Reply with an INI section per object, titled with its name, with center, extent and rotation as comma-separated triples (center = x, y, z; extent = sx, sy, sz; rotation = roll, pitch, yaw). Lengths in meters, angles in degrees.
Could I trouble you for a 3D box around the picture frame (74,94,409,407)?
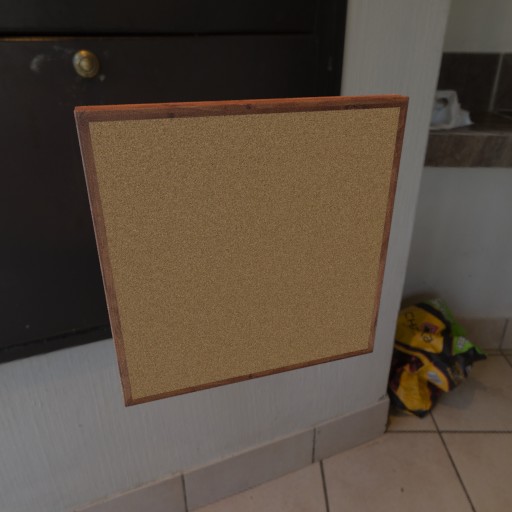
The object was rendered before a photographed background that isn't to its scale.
[picture frame]
center = 0.000, 0.000, 0.536
extent = 0.352, 0.356, 0.028
rotation = -8, 27, -16
